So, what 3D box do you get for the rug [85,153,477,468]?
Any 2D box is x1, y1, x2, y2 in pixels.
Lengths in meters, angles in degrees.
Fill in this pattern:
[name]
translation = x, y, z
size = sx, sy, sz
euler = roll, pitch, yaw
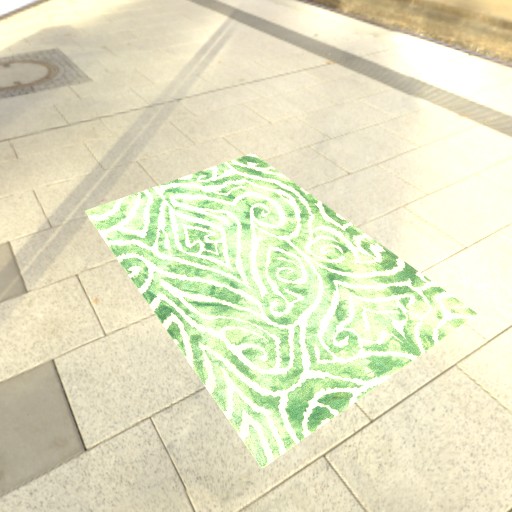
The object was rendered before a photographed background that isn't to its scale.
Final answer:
[rug]
translation = 0.000, 0.000, 2.345
size = 1.220, 0.006, 1.826
euler = -25, 47, -25
